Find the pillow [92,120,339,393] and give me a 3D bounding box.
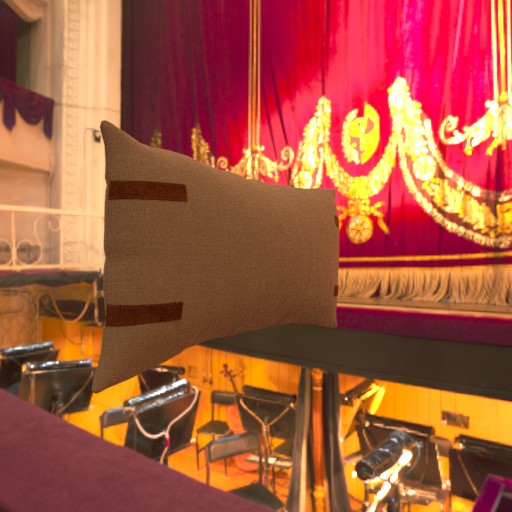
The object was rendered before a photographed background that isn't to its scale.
[{"bbox_3d":[0.000,0.000,0.733,0.148,0.308,0.612,-1,-1,35],"label":"pillow"}]
